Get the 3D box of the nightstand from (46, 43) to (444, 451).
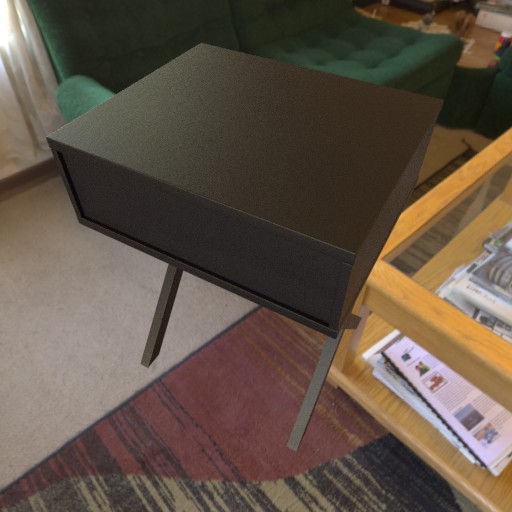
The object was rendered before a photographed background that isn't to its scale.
[{"bbox_3d":[0.000,0.000,0.911,0.479,0.623,0.402,22,50,20],"label":"nightstand"}]
